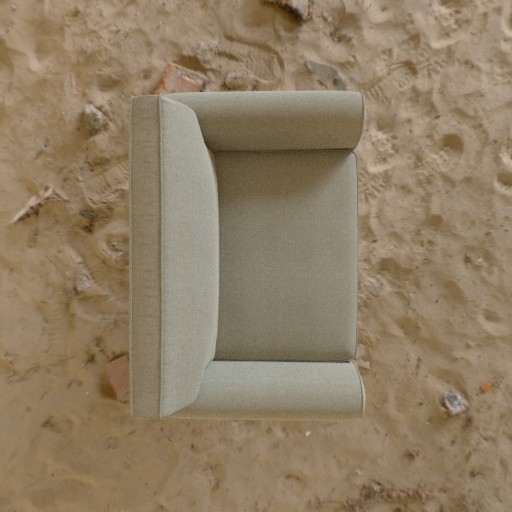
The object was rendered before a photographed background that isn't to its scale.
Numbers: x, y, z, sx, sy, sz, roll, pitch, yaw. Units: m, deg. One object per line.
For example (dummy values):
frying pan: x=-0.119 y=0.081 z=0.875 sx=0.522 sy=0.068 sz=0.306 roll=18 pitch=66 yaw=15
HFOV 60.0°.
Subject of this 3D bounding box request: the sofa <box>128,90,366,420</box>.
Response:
sofa: x=0.000 y=0.000 z=2.005 sx=0.936 sy=0.991 sz=1.405 roll=0 pitch=91 yaw=2
